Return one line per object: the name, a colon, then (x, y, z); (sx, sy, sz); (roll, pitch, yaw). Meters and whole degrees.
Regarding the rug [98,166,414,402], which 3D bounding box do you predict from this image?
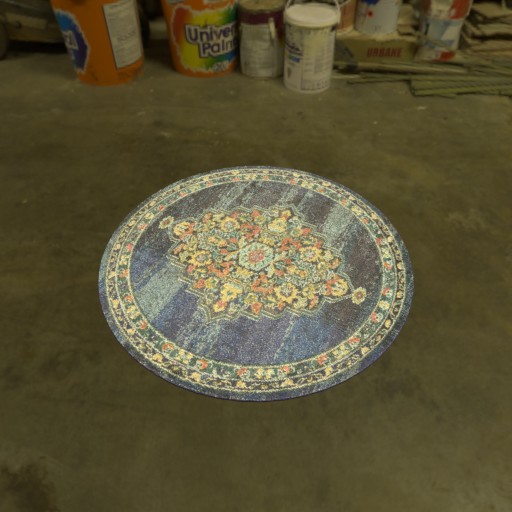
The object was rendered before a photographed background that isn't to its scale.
rug: (0.000, 0.000, 2.299); (1.591, 0.010, 1.591); (0, 46, 0)
